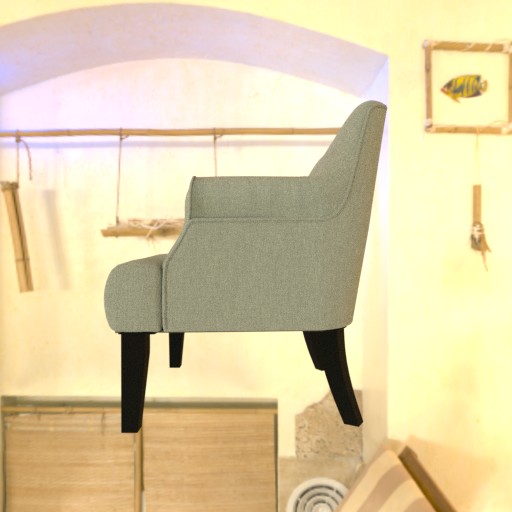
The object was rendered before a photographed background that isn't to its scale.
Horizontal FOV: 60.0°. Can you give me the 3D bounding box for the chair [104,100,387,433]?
[{"bbox_3d":[0.000,0.000,1.438,0.755,0.880,0.772,0,0,0],"label":"chair"}]
